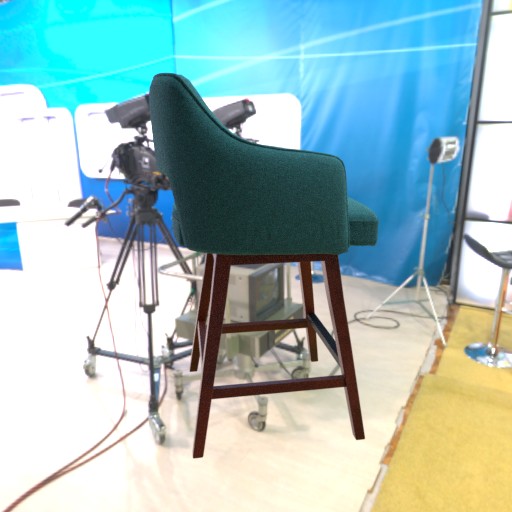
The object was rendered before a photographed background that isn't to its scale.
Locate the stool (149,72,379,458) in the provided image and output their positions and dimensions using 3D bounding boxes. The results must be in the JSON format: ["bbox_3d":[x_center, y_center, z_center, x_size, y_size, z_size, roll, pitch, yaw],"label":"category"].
[{"bbox_3d":[0.000,0.000,1.294,0.556,0.961,0.548,-2,16,-9],"label":"stool"}]
